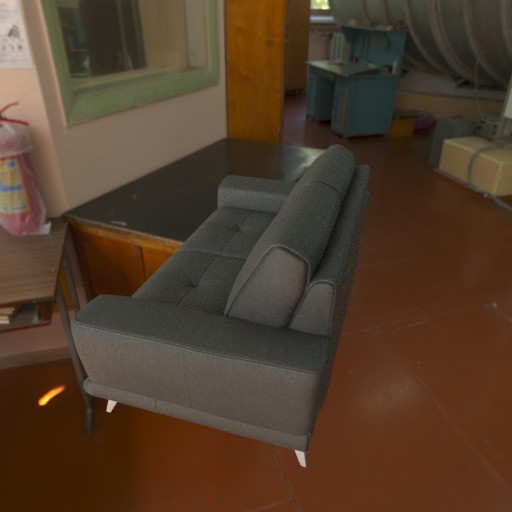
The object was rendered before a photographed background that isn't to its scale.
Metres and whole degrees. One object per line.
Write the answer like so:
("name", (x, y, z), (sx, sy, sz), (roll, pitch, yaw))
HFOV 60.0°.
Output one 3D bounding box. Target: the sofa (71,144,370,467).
("sofa", (0.000, 0.000, 2.358), (1.018, 0.907, 1.806), (9, 31, 15))
